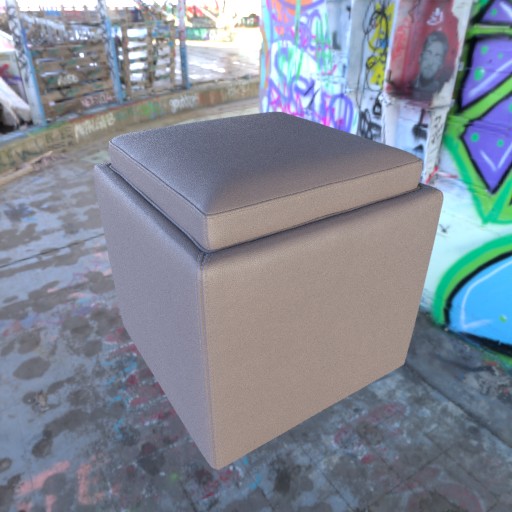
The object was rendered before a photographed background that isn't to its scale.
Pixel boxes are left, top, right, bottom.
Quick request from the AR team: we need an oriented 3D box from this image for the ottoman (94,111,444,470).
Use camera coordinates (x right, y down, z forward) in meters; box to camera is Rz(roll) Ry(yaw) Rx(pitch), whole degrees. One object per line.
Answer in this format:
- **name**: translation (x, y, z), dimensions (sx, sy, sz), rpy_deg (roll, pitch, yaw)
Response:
- **ottoman**: translation (0.000, 0.000, 0.835), dimensions (0.451, 0.460, 0.450), rpy_deg (-18, 35, -28)
